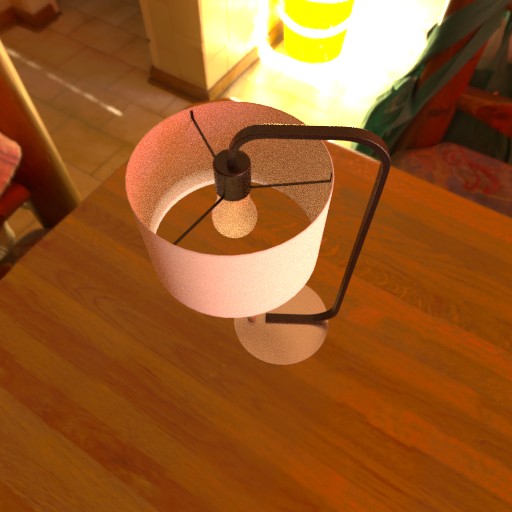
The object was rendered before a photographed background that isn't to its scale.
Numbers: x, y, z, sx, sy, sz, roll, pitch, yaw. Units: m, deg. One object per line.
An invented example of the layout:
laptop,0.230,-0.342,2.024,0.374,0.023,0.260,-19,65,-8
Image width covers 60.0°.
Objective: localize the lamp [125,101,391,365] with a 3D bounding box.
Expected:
lamp,0.000,0.000,0.641,0.288,0.473,0.230,2,58,1
